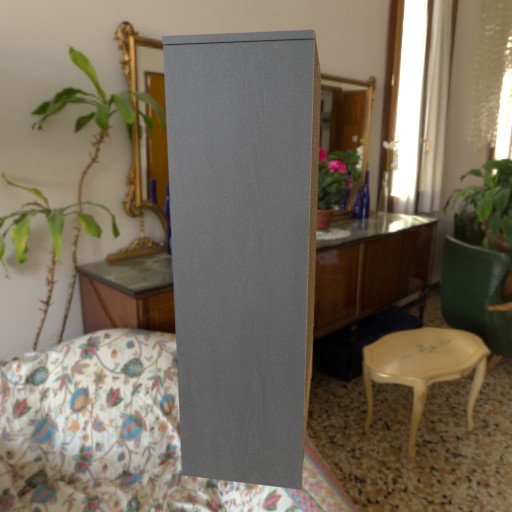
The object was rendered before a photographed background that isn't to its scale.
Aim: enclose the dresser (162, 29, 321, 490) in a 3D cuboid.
[{"bbox_3d":[0.000,0.000,1.539,0.399,1.255,0.704,2,13,9],"label":"dresser"}]
